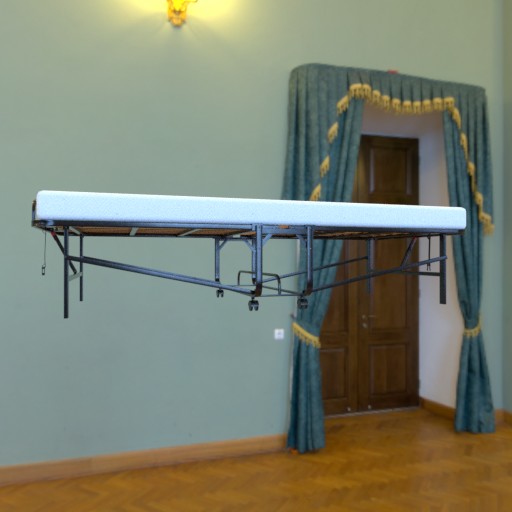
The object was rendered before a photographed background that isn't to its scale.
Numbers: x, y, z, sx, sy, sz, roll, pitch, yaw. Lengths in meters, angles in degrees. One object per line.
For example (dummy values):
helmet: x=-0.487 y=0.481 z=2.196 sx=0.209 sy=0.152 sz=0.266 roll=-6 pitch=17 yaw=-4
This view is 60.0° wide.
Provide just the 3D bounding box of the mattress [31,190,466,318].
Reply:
mattress: x=0.000 y=0.000 z=2.474 sx=2.153 sy=0.519 sz=0.922 roll=0 pitch=0 yaw=-17
